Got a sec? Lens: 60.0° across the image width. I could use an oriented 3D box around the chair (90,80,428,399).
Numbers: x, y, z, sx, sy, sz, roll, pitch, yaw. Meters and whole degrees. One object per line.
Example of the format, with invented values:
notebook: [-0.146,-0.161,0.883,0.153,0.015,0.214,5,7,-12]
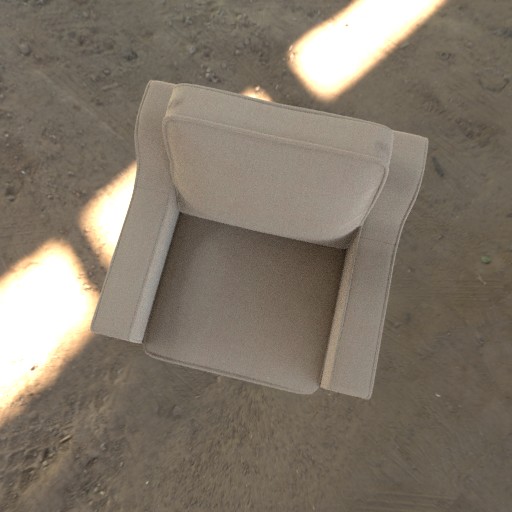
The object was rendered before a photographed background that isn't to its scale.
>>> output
chair: [0.000,0.000,1.614,0.922,0.948,0.882,13,77,3]
